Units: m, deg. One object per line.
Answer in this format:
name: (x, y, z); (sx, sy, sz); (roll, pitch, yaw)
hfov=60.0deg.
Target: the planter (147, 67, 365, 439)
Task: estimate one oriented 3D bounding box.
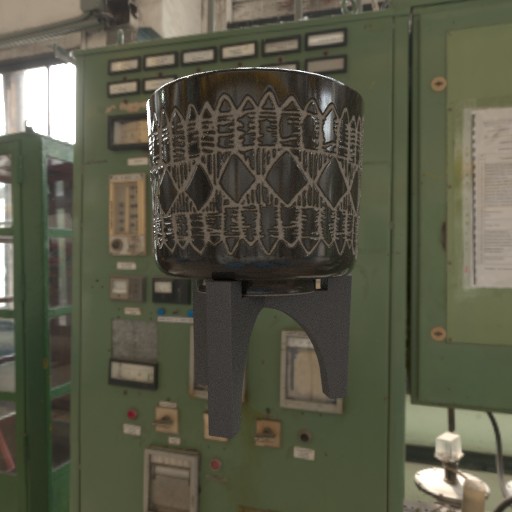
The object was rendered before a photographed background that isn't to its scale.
planter: (0.000, 0.000, 0.271); (0.129, 0.177, 0.129); (0, 0, 0)
